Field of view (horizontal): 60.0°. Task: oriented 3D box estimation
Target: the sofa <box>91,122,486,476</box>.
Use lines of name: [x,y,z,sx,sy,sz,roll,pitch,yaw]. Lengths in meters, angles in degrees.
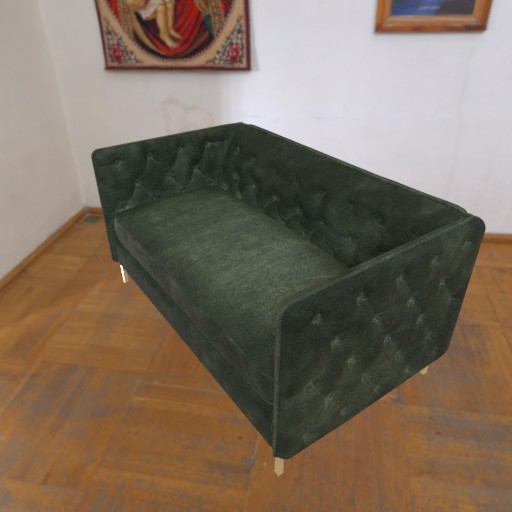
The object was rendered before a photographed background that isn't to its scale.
sofa: [0.000,0.000,2.006,0.895,0.768,1.537,-21,38,-29]
